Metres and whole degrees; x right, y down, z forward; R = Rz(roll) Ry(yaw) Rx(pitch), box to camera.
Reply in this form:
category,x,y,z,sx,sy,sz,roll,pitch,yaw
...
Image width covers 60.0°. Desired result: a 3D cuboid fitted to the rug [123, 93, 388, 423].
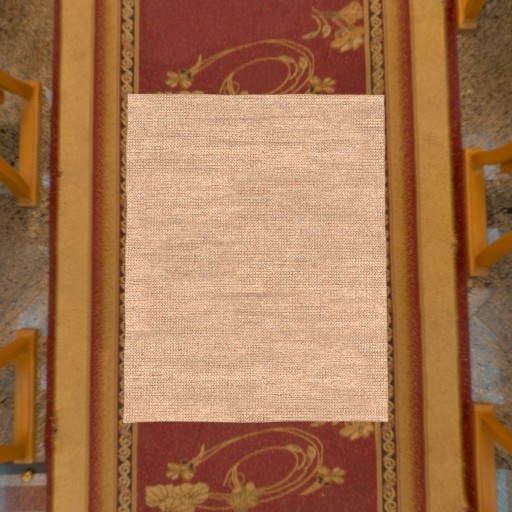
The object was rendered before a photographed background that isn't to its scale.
category,x,y,z,sx,sy,sz,roll,pitch,yaw
rug,0.000,0.000,4.106,2.429,0.030,3.052,0,88,0
